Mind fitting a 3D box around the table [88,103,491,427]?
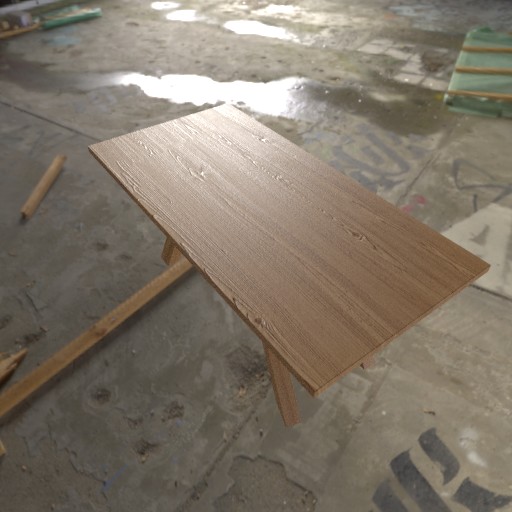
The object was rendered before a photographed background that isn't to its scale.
[{"bbox_3d":[0.000,0.000,2.276,0.901,0.750,1.797,-27,49,-26],"label":"table"}]
